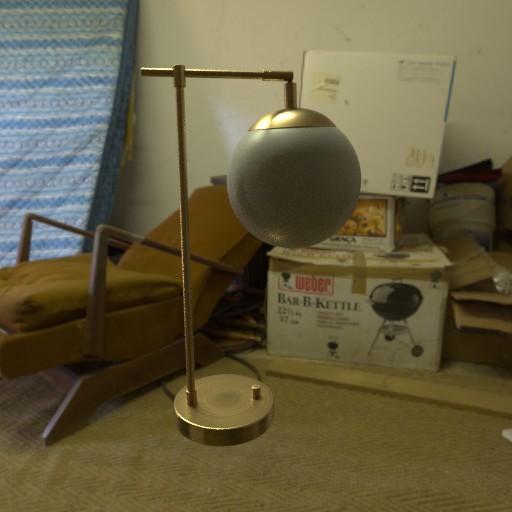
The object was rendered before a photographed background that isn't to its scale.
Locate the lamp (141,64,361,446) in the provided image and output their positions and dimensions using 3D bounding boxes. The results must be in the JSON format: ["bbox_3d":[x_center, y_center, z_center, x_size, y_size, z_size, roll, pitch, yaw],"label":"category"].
[{"bbox_3d":[0.000,0.000,0.707,0.324,0.559,0.207,-2,14,-10],"label":"lamp"}]
